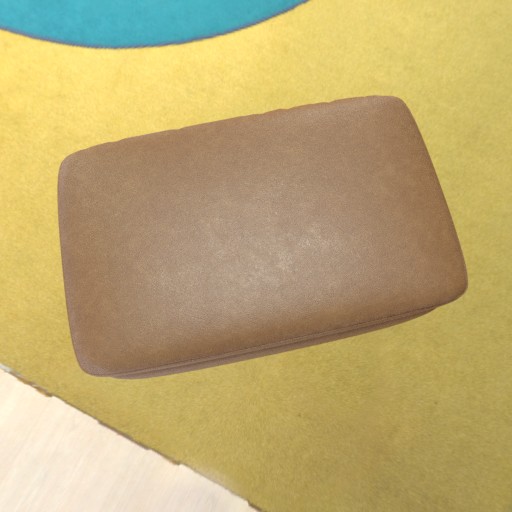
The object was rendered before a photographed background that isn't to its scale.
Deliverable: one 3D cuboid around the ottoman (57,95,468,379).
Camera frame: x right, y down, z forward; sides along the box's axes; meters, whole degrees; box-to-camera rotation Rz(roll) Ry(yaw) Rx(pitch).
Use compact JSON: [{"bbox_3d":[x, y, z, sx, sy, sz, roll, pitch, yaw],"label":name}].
[{"bbox_3d":[0.000,0.000,0.956,0.670,0.480,0.420,-11,74,-3],"label":"ottoman"}]
